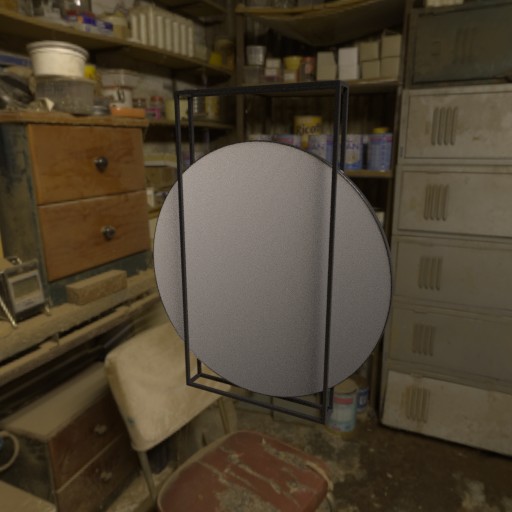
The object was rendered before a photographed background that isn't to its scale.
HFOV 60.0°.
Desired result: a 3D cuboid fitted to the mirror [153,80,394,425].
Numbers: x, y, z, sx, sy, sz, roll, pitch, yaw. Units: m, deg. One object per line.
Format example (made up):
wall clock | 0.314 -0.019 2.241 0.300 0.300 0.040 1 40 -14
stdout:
mirror | 0.000 0.000 0.843 0.508 0.603 0.051 7 16 26
